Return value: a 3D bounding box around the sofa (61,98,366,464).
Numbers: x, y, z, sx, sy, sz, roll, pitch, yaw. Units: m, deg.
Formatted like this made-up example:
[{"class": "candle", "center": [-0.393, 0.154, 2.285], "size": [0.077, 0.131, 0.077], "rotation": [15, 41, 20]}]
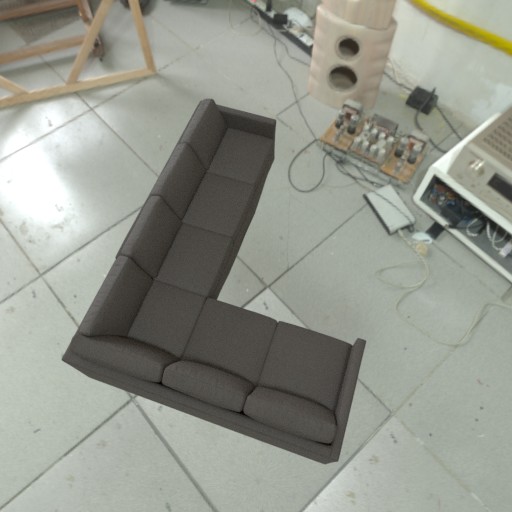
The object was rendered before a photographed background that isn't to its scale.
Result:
[{"class": "sofa", "center": [0.000, 0.000, 4.458], "size": [2.432, 0.871, 3.182], "rotation": [17, 64, 8]}]
